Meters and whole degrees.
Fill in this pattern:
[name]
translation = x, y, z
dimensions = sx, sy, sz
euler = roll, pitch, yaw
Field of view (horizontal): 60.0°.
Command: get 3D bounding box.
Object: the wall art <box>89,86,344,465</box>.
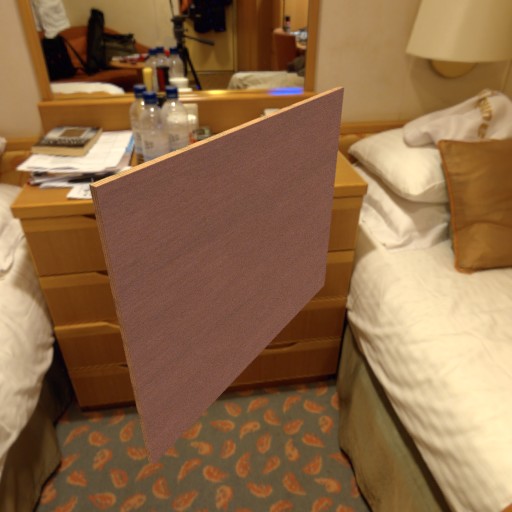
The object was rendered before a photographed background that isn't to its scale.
[wall art]
translation = 0.000, 0.000, 0.675
dimensions = 0.010, 0.408, 0.508
euler = 20, 37, 29
